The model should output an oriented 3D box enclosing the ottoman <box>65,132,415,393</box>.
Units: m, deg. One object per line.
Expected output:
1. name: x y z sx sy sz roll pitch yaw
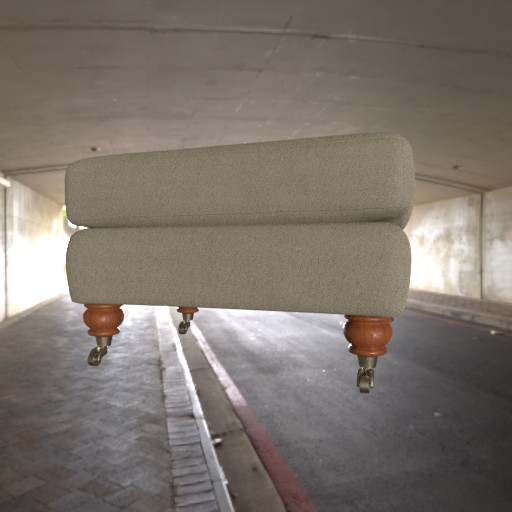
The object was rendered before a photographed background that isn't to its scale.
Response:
1. ottoman: 0.000 0.000 1.148 0.773 0.504 0.569 0 0 19
